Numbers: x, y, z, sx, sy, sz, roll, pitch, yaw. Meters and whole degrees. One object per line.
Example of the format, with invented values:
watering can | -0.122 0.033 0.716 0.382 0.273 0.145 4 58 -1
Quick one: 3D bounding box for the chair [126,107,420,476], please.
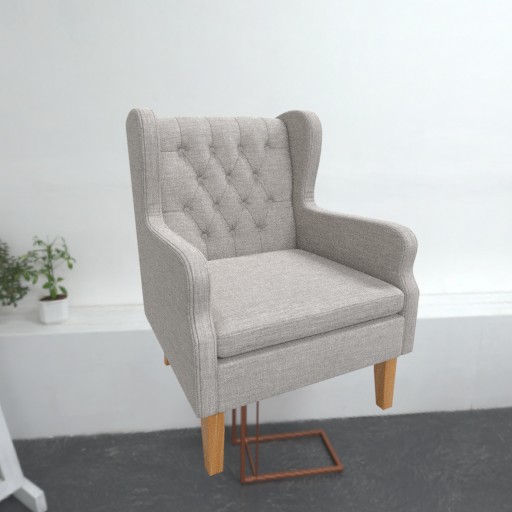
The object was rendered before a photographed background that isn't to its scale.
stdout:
chair | 0.000 0.000 1.460 0.710 0.930 0.760 -9 19 -26
